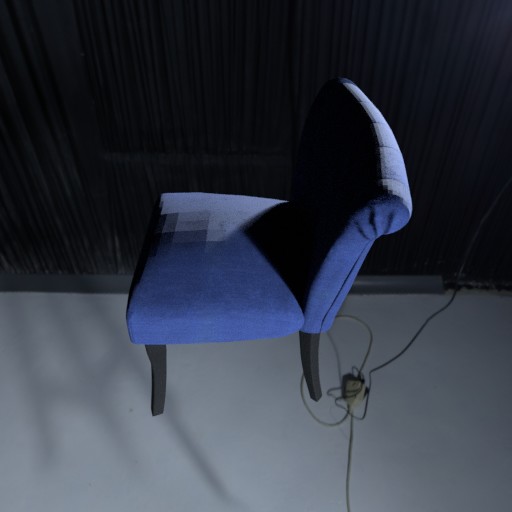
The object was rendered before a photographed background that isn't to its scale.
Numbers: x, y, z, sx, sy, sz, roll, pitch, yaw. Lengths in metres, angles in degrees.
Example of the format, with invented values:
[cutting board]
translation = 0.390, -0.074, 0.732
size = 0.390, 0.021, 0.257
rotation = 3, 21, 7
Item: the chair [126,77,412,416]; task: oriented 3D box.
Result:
[chair]
translation = 0.000, 0.000, 1.191
size = 0.606, 0.753, 0.585
rotation = 0, 41, 0
